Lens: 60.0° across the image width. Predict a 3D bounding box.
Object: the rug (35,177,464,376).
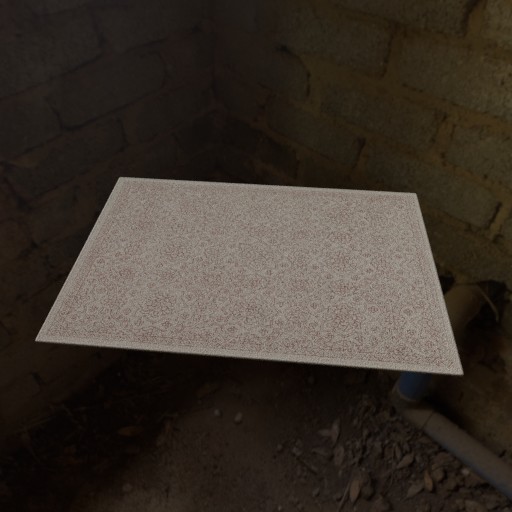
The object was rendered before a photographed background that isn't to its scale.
[{"bbox_3d":[0.000,0.000,2.300,1.829,0.010,1.219,4,46,4],"label":"rug"}]
